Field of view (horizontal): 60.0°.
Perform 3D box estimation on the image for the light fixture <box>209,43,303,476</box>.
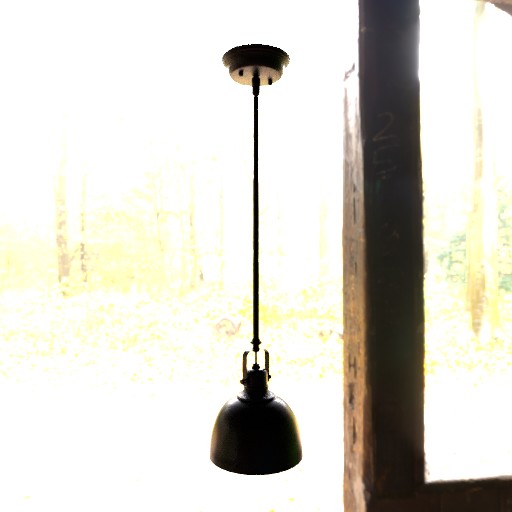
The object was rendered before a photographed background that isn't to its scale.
[{"bbox_3d":[0.000,0.000,0.863,0.182,0.768,0.182,1,-1,-36],"label":"light fixture"}]
